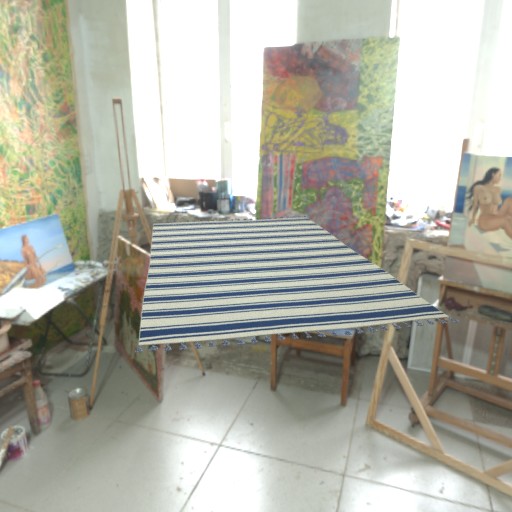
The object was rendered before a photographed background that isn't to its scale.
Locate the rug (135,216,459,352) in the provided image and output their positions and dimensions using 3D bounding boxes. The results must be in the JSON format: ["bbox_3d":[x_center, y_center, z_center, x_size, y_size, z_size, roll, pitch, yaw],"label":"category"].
[{"bbox_3d":[0.000,0.000,2.613,1.248,0.009,2.108,-3,17,-10],"label":"rug"}]
